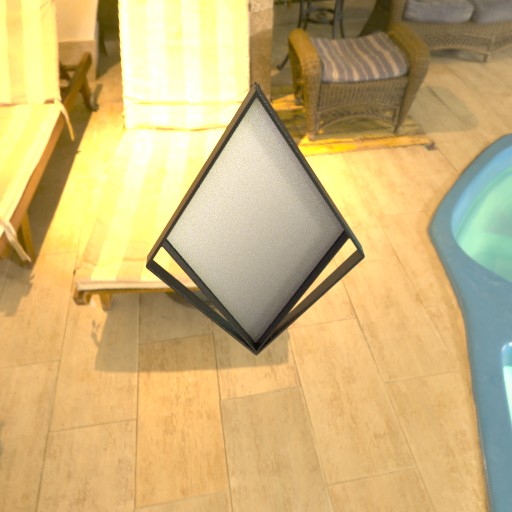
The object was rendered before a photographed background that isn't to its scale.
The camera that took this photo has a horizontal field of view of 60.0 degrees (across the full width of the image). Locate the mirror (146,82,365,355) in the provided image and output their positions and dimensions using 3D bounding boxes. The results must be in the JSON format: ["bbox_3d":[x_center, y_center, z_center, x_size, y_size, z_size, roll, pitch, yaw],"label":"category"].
[{"bbox_3d":[0.000,0.000,0.855,0.419,0.679,0.032,-3,46,-3],"label":"mirror"}]
